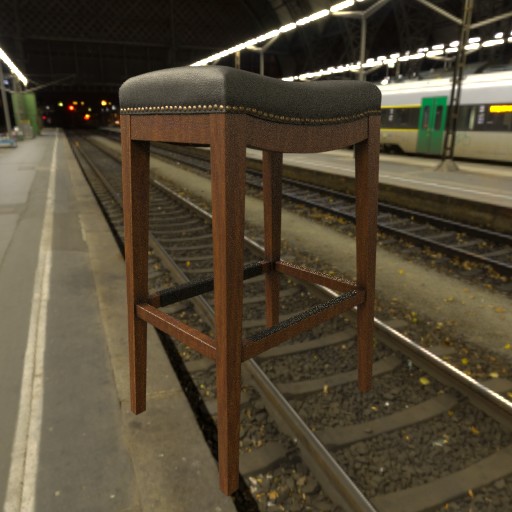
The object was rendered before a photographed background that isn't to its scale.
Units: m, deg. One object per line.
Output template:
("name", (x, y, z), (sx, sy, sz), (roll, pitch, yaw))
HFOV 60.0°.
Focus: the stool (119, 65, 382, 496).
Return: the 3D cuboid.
("stool", (0.000, 0.000, 1.012), (0.500, 0.765, 0.361), (-16, 23, -42))
